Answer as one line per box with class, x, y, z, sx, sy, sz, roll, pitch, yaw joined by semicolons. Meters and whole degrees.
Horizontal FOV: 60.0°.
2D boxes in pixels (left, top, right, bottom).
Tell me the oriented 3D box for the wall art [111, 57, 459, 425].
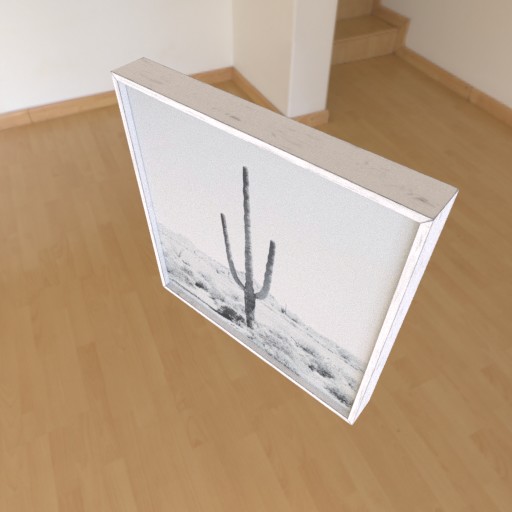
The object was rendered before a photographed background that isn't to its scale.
wall art;0.000;0.000;0.450;0.305;0.305;0.038;31;55;26
